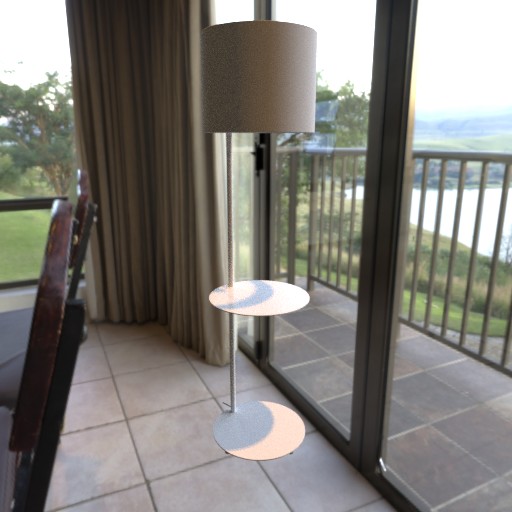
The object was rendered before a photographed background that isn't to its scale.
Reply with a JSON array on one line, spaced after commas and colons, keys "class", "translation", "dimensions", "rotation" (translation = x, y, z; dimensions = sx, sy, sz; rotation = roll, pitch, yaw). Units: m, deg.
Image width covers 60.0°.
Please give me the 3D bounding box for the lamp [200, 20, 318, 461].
[{"class": "lamp", "translation": [0.000, 0.000, 1.613], "dimensions": [0.372, 1.465, 0.405], "rotation": [-14, 21, -42]}]
